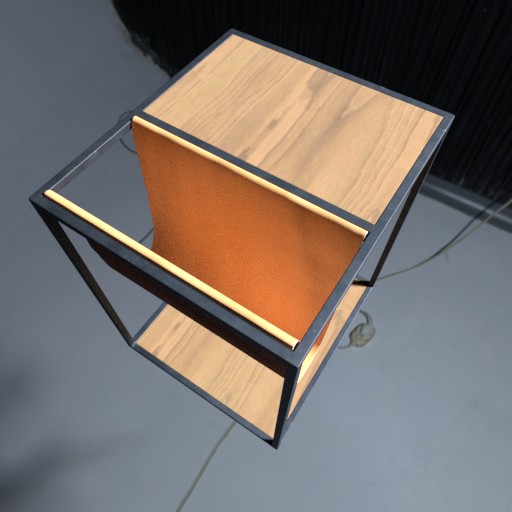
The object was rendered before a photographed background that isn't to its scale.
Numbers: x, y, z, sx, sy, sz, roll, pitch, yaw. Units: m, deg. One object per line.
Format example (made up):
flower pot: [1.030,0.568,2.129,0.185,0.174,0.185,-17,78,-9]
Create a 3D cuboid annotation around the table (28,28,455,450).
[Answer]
table: [0.000,0.000,0.828,0.399,0.536,0.450,29,63,17]
